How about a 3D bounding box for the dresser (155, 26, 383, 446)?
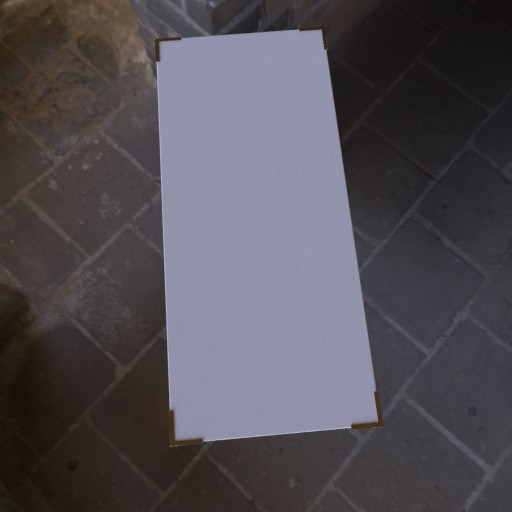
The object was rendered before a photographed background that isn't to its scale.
[{"bbox_3d":[0.000,0.000,1.503,0.460,0.891,1.022,-5,76,-1],"label":"dresser"}]
